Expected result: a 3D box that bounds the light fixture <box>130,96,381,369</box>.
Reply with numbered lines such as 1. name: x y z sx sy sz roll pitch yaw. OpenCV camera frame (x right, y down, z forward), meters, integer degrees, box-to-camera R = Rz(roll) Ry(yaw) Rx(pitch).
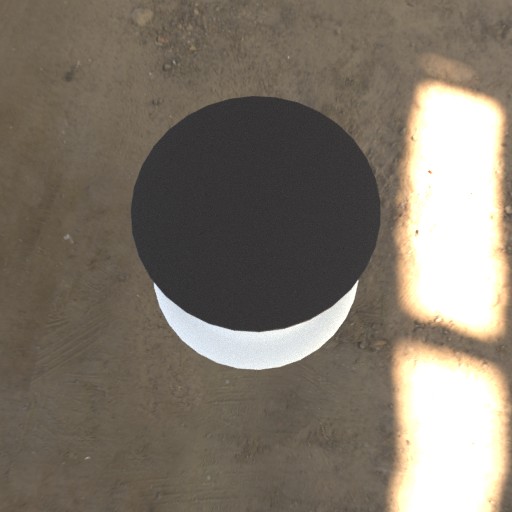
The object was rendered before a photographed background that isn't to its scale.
1. light fixture: 0.000 0.000 0.392 0.197 0.254 0.197 0 76 0
